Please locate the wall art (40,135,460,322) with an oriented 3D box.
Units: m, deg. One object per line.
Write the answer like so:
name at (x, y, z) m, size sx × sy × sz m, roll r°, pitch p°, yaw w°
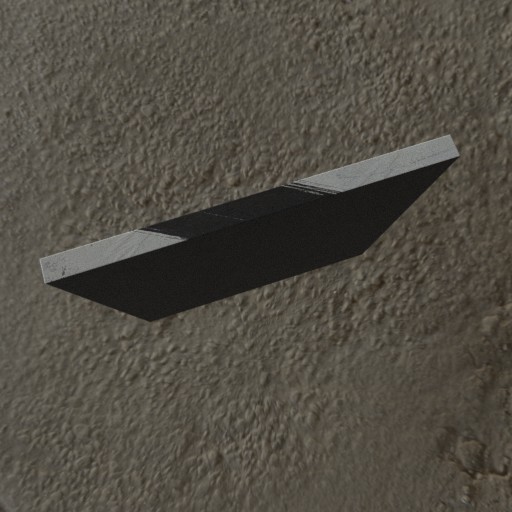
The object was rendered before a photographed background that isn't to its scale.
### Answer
wall art at (0.000, 0.000, 1.153) m, size 0.765 × 0.765 × 0.046 m, roll -17°, pitch 77°, yaw -4°
